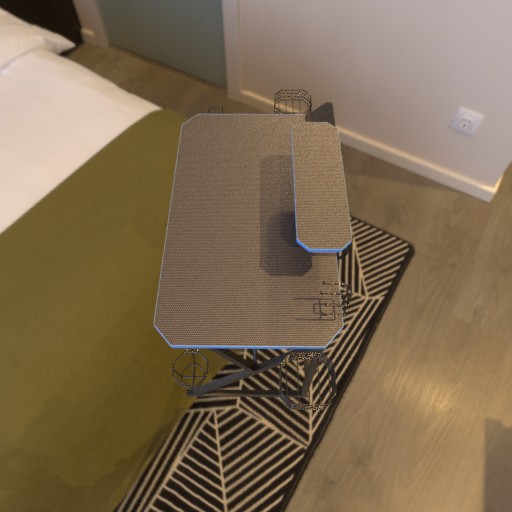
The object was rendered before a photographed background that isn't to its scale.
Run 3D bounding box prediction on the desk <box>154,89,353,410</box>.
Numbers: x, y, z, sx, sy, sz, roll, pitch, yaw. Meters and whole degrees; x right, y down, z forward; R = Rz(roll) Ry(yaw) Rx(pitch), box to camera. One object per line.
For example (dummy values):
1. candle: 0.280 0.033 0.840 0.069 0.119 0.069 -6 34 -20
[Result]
1. desk: 0.000 0.000 1.772 0.594 0.909 1.295 0 58 0
